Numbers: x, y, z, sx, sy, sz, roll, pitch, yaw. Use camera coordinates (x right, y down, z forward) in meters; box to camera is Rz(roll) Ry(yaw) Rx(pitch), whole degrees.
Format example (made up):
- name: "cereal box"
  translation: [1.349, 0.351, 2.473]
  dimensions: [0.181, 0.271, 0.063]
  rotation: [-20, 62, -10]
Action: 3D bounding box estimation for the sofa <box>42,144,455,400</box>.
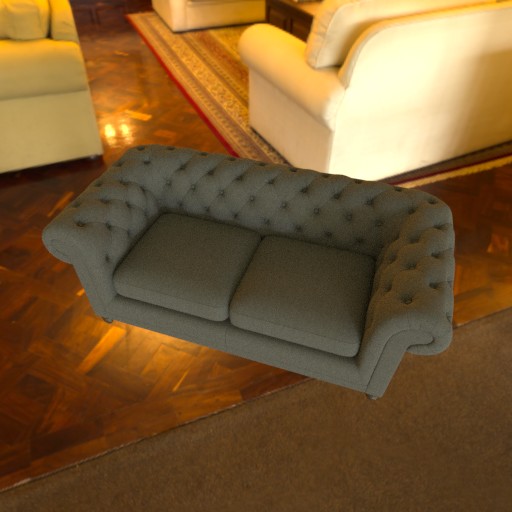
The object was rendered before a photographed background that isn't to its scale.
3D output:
- name: "sofa"
  translation: [0.000, 0.000, 2.511]
  dimensions: [1.998, 0.764, 0.986]
  rotation: [13, 44, 14]
